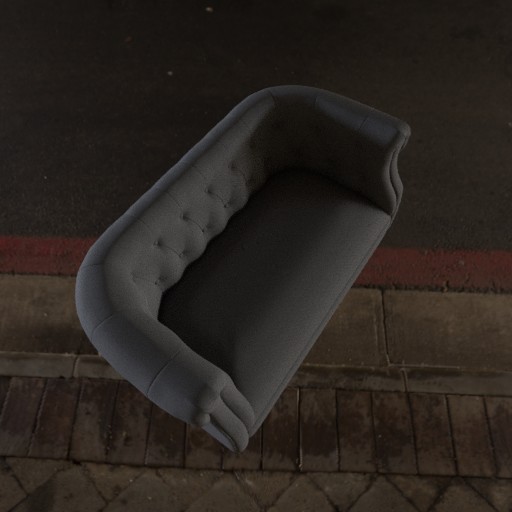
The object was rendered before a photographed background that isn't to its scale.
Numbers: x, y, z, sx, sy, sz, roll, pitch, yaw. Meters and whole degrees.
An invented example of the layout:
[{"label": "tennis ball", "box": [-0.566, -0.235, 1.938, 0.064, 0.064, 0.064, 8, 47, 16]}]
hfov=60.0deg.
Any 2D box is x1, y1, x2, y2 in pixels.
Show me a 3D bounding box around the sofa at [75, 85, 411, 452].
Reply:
[{"label": "sofa", "box": [0.000, 0.000, 2.036, 0.835, 0.827, 1.558, 31, 64, 17]}]
